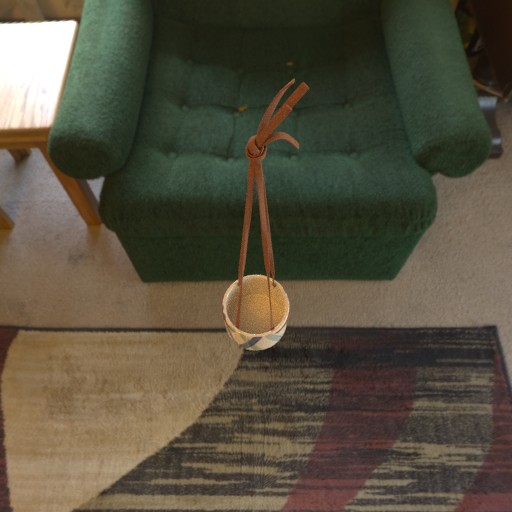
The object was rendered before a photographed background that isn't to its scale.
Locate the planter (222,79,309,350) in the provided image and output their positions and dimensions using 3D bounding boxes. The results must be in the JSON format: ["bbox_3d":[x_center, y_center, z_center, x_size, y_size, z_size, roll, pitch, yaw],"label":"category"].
[{"bbox_3d":[0.000,0.000,0.798,0.157,0.753,0.153,-16,63,-8],"label":"planter"}]
